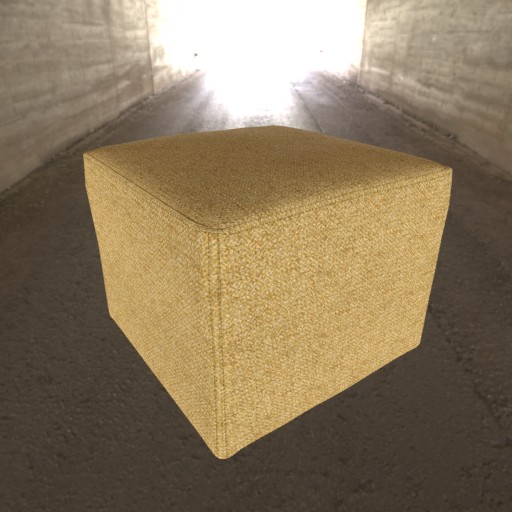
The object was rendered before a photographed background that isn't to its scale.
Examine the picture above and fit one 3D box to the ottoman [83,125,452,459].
[{"bbox_3d":[0.000,0.000,0.901,0.505,0.441,0.512,-18,31,-31],"label":"ottoman"}]
